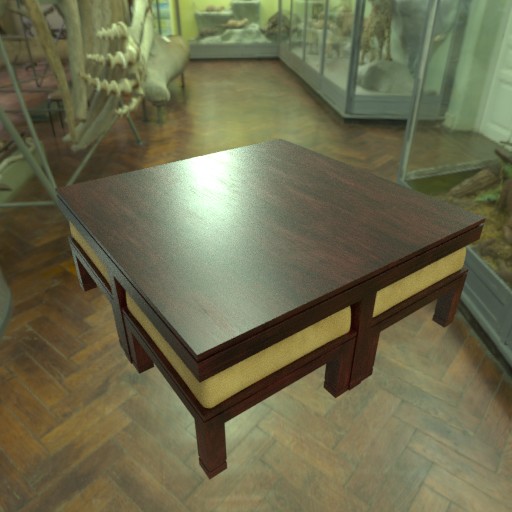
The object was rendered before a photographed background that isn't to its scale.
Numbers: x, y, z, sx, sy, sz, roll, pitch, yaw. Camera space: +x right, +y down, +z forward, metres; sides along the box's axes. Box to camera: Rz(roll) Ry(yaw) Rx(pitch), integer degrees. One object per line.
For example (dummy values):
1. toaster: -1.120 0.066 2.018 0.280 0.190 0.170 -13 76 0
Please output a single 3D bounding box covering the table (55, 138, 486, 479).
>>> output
1. table: 0.000 0.000 1.339 0.865 0.356 0.865 -21 37 -30
